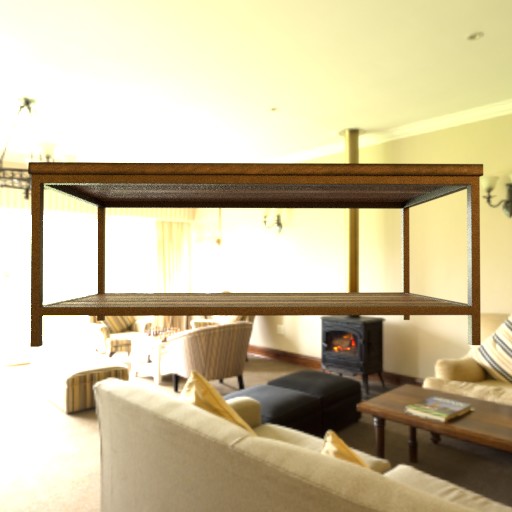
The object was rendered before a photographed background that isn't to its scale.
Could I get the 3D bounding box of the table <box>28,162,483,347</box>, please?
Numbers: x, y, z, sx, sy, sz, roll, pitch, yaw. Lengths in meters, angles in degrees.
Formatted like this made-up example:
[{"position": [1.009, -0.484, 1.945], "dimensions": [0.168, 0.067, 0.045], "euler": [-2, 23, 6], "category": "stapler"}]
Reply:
[{"position": [0.000, 0.000, 1.187], "dimensions": [0.990, 0.399, 0.452], "euler": [0, -1, -1], "category": "table"}]
